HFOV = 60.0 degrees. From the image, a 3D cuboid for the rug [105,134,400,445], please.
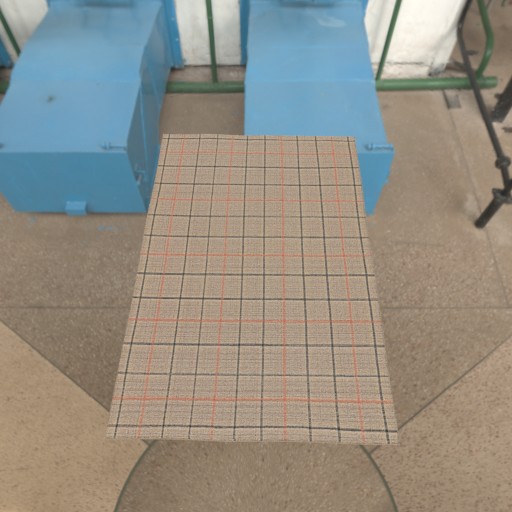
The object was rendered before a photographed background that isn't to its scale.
[{"bbox_3d":[0.000,0.000,2.325,1.220,0.013,1.829,1,57,1],"label":"rug"}]
